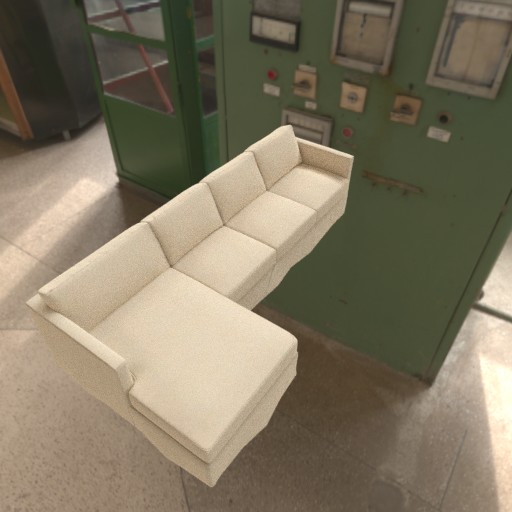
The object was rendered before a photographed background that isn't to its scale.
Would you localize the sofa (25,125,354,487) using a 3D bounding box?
[{"bbox_3d":[0.000,0.000,3.804,1.650,0.922,3.205,25,48,26],"label":"sofa"}]
